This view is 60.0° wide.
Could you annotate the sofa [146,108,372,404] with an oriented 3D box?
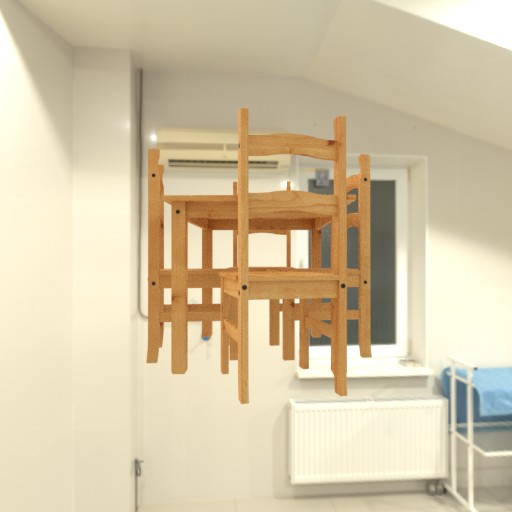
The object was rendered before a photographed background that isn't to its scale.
[{"bbox_3d":[0.000,0.000,2.252,1.144,1.000,1.529,0,0,1],"label":"sofa"}]
